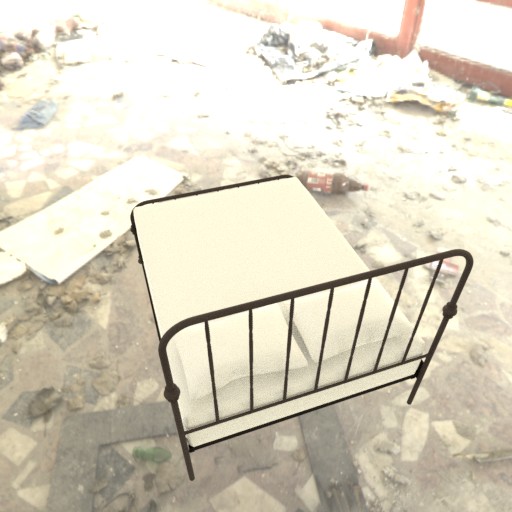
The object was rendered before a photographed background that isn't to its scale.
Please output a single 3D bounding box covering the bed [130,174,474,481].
[{"bbox_3d":[0.000,0.000,3.132,1.616,1.446,2.134,-13,44,-14],"label":"bed"}]
